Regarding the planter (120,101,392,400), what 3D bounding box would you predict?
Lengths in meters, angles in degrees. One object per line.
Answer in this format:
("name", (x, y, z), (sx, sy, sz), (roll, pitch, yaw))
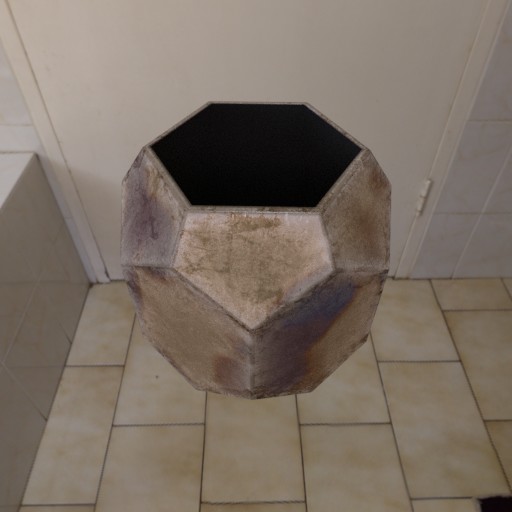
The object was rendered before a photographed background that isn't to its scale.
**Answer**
("planter", (0.000, 0.000, 0.425), (0.221, 0.238, 0.243), (1, 46, 1))
